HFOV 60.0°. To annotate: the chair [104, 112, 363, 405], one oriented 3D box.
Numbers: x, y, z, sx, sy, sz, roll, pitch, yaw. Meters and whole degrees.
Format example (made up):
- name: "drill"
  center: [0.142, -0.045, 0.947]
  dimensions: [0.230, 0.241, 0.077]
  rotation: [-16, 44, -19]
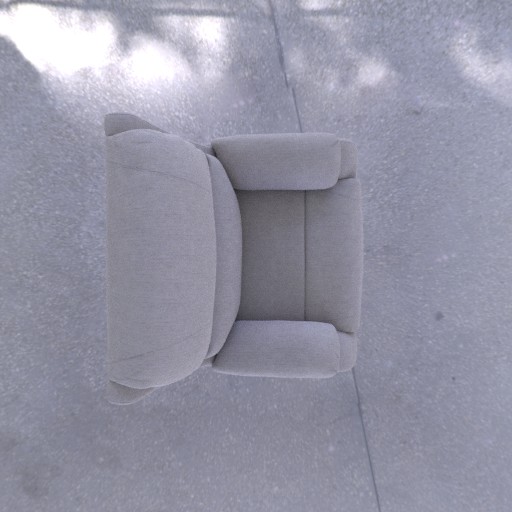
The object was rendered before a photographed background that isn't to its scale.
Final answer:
- name: "chair"
  center: [0.000, 0.000, 1.705]
  dimensions: [0.899, 1.011, 0.930]
  rotation: [0, 91, -1]
